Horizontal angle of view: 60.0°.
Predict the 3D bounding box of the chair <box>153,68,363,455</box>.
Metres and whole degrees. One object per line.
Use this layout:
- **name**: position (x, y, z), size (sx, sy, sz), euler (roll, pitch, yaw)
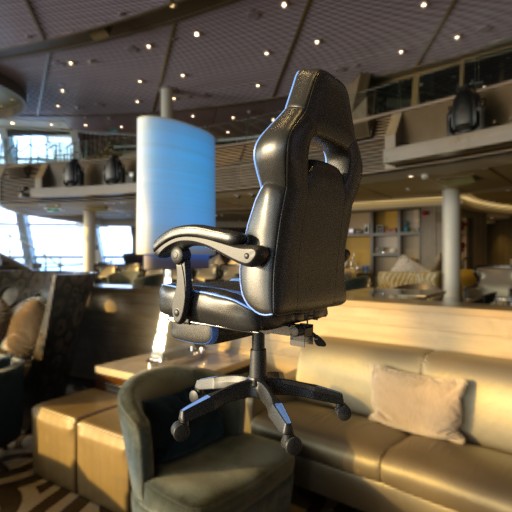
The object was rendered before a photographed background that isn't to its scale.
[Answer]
- **chair**: position (0.000, 0.000, 1.744), size (0.700, 1.280, 0.700), euler (0, 0, 36)
